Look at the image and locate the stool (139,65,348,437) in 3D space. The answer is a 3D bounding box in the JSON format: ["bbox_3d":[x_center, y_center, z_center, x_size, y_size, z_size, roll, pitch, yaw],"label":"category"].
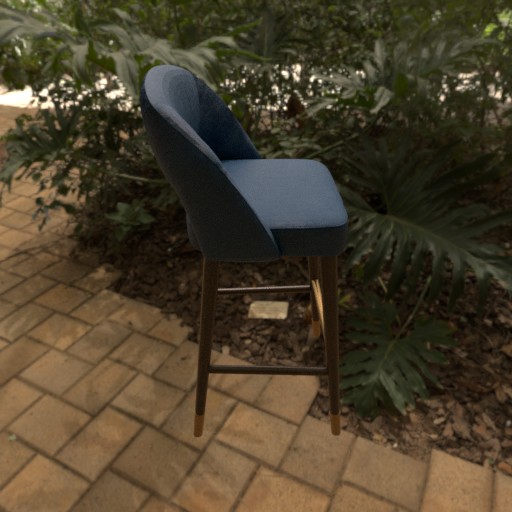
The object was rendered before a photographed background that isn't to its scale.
[{"bbox_3d":[0.000,0.000,1.288,0.515,1.016,0.514,-1,32,-1],"label":"stool"}]
